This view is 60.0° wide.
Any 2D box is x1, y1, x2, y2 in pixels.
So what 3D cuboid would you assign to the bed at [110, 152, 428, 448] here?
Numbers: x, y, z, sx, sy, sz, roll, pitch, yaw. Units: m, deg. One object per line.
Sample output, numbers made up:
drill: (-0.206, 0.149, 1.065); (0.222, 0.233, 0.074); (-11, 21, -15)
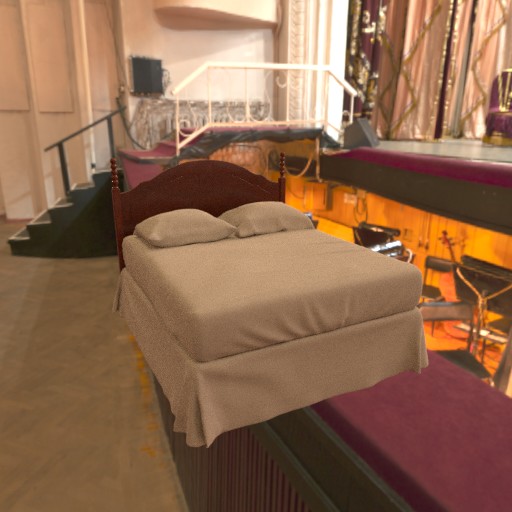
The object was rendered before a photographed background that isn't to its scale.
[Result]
bed: (0.000, 0.000, 3.317); (1.873, 1.356, 2.040); (-9, 19, -26)
